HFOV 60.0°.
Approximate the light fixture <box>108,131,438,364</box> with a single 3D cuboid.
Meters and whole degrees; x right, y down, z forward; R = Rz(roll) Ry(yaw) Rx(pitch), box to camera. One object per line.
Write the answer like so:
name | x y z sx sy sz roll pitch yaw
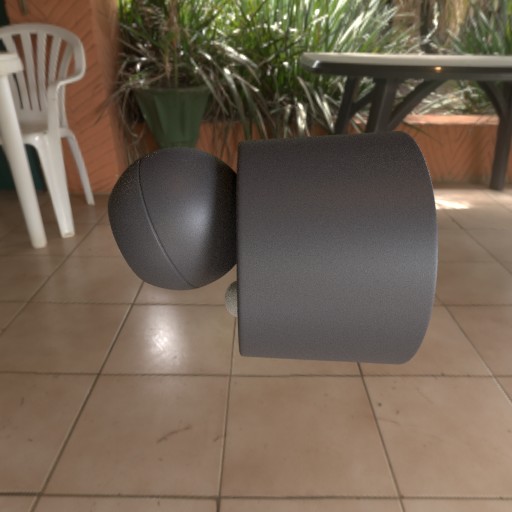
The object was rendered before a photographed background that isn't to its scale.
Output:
light fixture | 0.000 0.000 0.263 0.160 0.143 0.134 0 26 -1
